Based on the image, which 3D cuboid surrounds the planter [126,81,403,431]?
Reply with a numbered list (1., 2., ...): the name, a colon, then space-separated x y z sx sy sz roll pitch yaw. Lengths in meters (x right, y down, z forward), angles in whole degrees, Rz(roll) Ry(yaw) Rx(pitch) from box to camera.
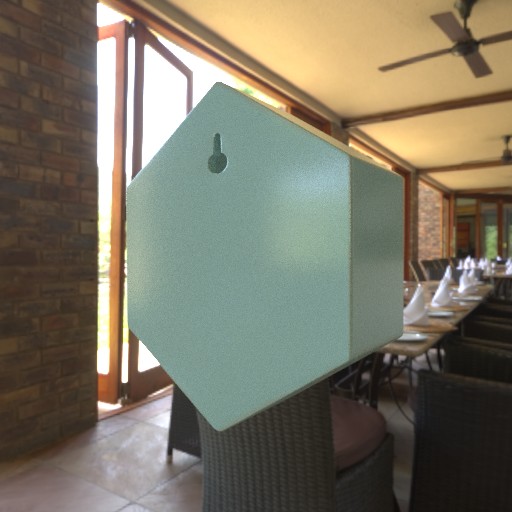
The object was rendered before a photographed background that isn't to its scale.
1. planter: 0.000 0.000 0.291 0.169 0.207 0.078 0 0 36
